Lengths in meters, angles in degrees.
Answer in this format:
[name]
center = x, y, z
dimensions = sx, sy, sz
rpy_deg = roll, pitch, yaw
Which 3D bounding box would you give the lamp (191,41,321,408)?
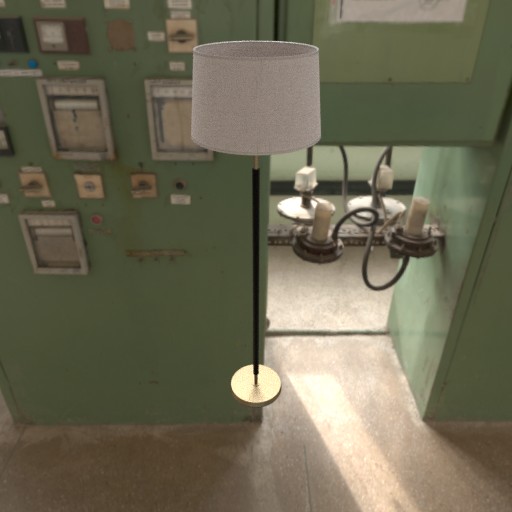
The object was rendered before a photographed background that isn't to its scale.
[lamp]
center = 0.000, 0.000, 1.692
dimensions = 0.420, 1.447, 0.420
rpy_deg = 0, 32, 0
